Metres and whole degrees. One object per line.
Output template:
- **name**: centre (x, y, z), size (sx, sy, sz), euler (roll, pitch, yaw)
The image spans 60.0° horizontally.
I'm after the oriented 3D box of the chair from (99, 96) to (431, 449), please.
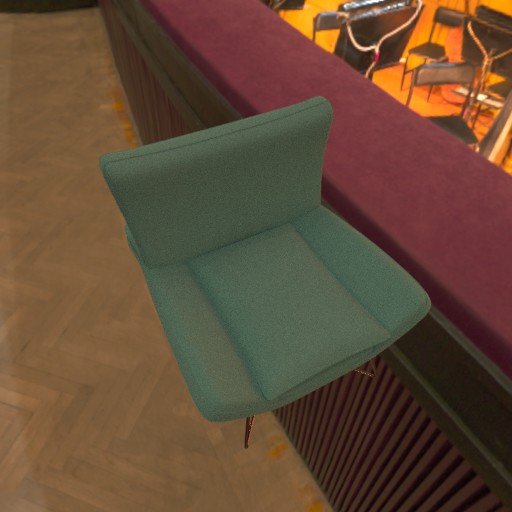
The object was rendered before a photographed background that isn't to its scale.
- **chair**: centre (0.000, 0.000, 1.653), size (0.859, 0.855, 1.008), euler (-21, 50, -19)
